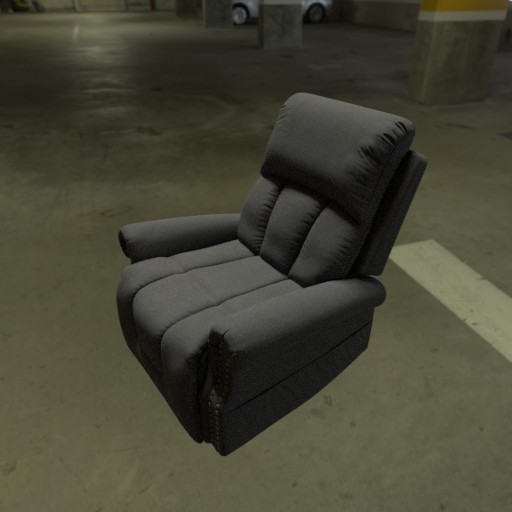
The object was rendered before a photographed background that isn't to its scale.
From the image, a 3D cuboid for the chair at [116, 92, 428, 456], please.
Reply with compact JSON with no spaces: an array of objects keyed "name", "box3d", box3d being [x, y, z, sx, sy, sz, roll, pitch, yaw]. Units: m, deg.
[{"name":"chair","box3d":[0.000,0.000,1.695,0.979,1.031,0.871,-21,37,-30]}]
